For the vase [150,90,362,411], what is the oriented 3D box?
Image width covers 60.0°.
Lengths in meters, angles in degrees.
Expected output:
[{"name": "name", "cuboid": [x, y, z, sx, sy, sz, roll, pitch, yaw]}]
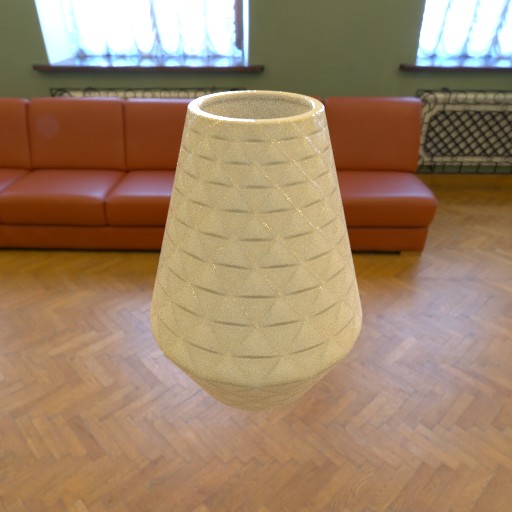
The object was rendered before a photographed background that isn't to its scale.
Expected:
[{"name": "vase", "cuboid": [0.000, 0.000, 0.347, 0.175, 0.230, 0.175, 0, 32, 0]}]
